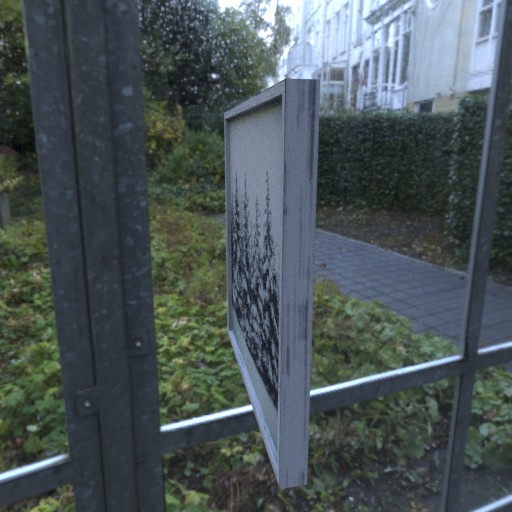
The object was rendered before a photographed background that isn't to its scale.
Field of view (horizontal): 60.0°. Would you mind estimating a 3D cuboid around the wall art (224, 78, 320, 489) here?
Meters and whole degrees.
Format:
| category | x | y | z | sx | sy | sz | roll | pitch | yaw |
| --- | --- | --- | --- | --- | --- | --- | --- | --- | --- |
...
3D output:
| category | x | y | z | sx | sy | sz | roll | pitch | yaw |
| --- | --- | --- | --- | --- | --- | --- | --- | --- | --- |
| wall art | 0.000 | 0.000 | 0.765 | 0.038 | 0.506 | 0.506 | -3 | 14 | -11 |
